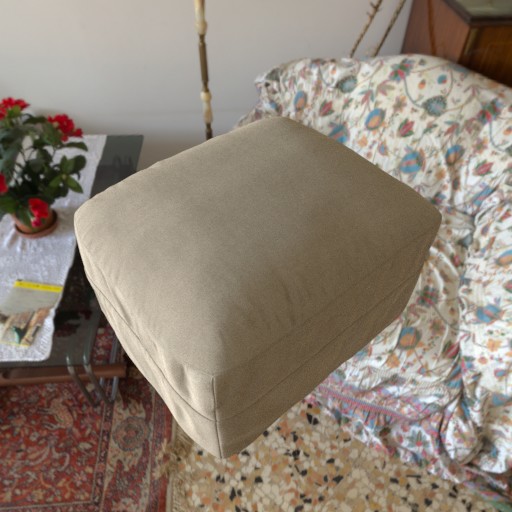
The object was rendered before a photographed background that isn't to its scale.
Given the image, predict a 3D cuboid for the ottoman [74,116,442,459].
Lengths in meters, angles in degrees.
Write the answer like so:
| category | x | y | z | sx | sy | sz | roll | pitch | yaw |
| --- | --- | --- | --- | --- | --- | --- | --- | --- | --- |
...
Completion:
| category | x | y | z | sx | sy | sz | roll | pitch | yaw |
| --- | --- | --- | --- | --- | --- | --- | --- | --- | --- |
| ottoman | 0.000 | 0.000 | 1.093 | 0.712 | 0.480 | 0.584 | -32 | 55 | -26 |
